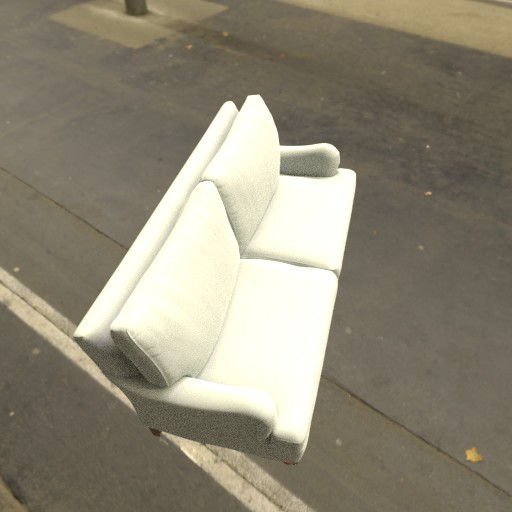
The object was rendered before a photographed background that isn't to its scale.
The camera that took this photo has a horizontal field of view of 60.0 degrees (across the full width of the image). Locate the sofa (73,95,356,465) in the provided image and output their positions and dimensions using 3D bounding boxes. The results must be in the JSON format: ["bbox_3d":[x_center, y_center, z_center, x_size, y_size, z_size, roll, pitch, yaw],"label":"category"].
[{"bbox_3d":[0.000,0.000,2.797,1.069,1.096,2.193,11,48,10],"label":"sofa"}]
